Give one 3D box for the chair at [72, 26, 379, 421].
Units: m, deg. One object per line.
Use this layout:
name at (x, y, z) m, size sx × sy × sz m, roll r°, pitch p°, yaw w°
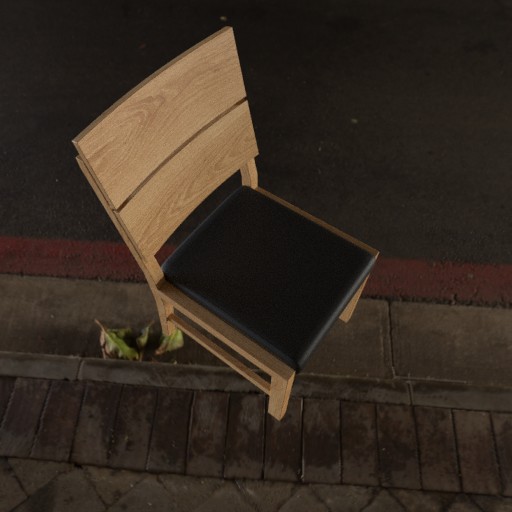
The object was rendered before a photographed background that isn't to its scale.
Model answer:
chair at (0.000, 0.000, 1.266) m, size 0.569 × 0.950 × 0.475 m, roll 32°, pitch 63°, yaw 18°
